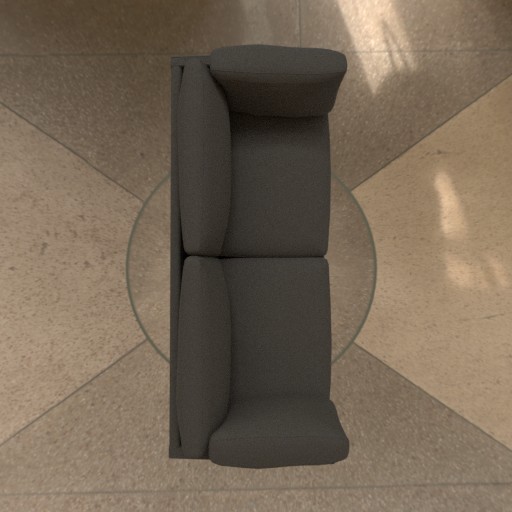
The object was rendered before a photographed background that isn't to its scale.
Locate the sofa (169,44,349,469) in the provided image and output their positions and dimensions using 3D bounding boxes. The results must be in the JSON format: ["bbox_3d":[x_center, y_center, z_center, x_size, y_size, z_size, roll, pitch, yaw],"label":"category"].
[{"bbox_3d":[0.000,0.000,2.665,0.969,0.792,2.312,0,88,-1],"label":"sofa"}]
